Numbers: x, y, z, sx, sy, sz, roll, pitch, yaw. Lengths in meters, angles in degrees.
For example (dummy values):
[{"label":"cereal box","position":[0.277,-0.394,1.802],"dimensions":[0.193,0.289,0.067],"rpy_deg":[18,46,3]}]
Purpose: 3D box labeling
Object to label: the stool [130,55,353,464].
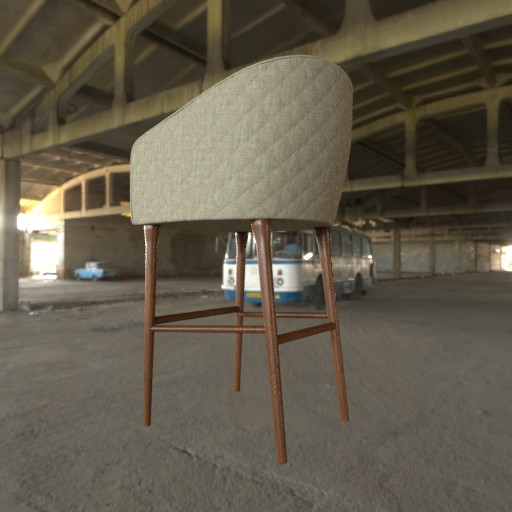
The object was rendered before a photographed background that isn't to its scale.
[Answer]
[{"label":"stool","position":[0.000,0.000,1.438],"dimensions":[0.607,1.078,0.559],"rpy_deg":[0,0,37]}]
